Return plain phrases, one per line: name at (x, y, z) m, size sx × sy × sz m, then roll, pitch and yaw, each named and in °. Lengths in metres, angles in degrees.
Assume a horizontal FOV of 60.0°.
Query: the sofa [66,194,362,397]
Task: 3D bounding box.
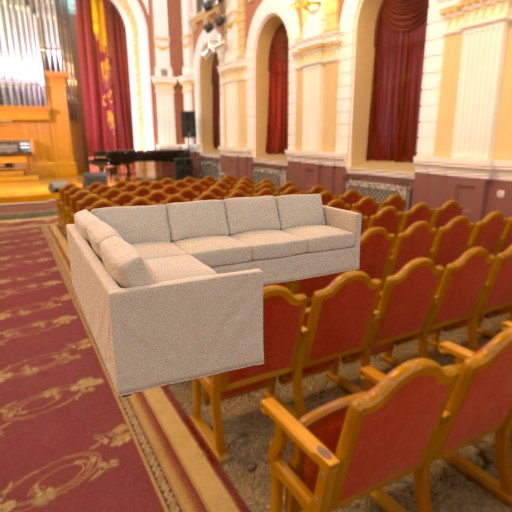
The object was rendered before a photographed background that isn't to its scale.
sofa at (0.000, 0.000, 4.326) m, size 3.182 × 0.871 × 2.432 m, roll -8°, pitch 17°, yaw -27°
